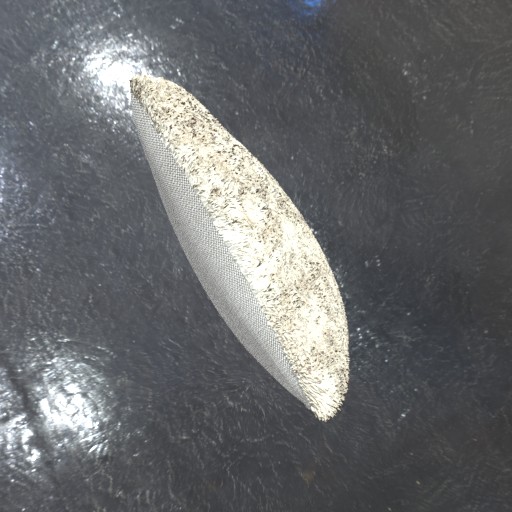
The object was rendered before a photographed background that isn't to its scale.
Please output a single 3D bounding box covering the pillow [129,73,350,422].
[{"bbox_3d":[0.000,0.000,0.796,0.218,0.515,0.529,-29,77,-8],"label":"pillow"}]
